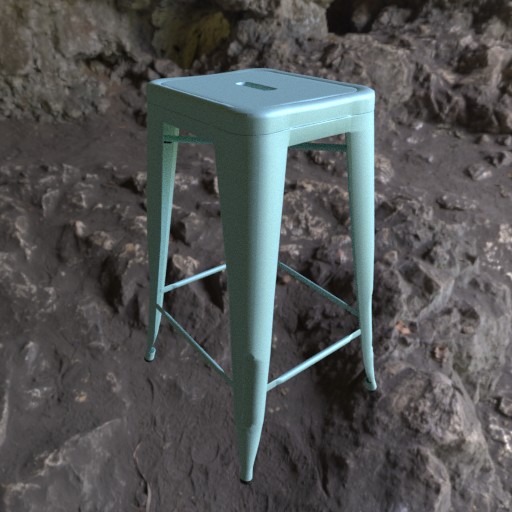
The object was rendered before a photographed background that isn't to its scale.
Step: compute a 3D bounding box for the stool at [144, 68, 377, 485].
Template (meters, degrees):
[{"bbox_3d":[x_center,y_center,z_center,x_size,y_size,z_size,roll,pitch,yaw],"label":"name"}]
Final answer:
[{"bbox_3d":[0.000,0.000,0.831,0.359,0.609,0.399,-22,37,-32],"label":"stool"}]
